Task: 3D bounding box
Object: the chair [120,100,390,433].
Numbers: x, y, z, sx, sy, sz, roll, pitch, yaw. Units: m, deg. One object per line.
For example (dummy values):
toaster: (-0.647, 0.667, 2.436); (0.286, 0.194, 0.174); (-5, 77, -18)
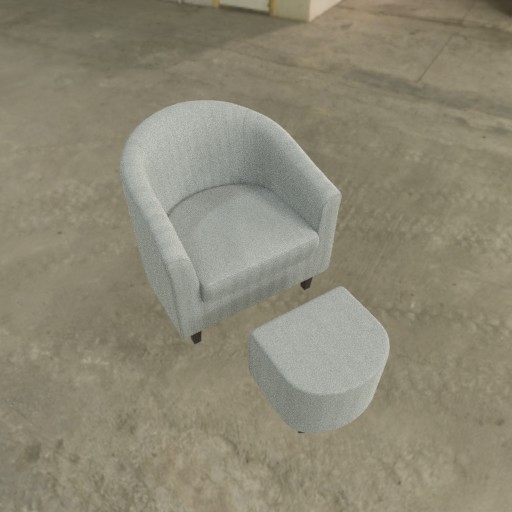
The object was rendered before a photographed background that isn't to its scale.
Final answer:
chair: (0.000, 0.000, 1.753); (0.756, 0.757, 1.288); (-24, 49, -22)
